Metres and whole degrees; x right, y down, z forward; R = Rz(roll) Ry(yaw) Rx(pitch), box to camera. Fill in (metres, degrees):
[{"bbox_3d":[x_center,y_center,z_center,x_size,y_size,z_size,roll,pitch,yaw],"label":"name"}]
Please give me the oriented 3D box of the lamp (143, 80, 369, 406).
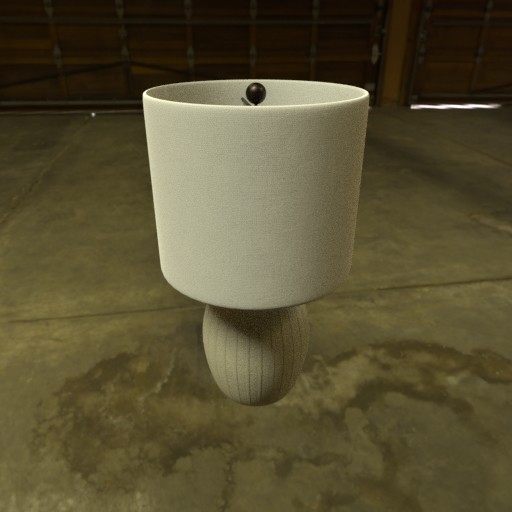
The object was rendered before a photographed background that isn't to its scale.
[{"bbox_3d":[0.000,0.000,0.778,0.329,0.570,0.329,18,32,32],"label":"lamp"}]
